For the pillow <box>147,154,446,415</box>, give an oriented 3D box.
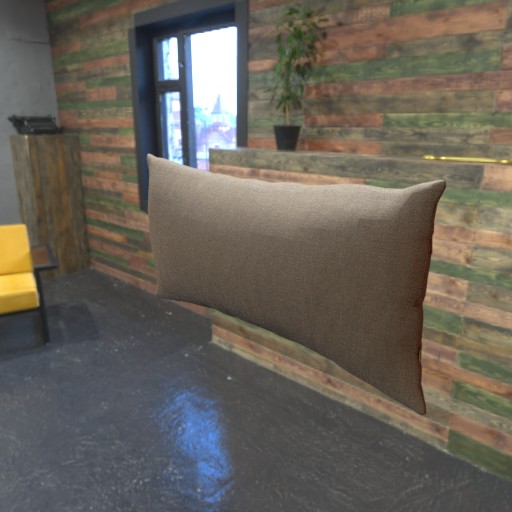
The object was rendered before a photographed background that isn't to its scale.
[{"bbox_3d":[0.000,0.000,0.736,0.612,0.308,0.148,15,22,42],"label":"pillow"}]
